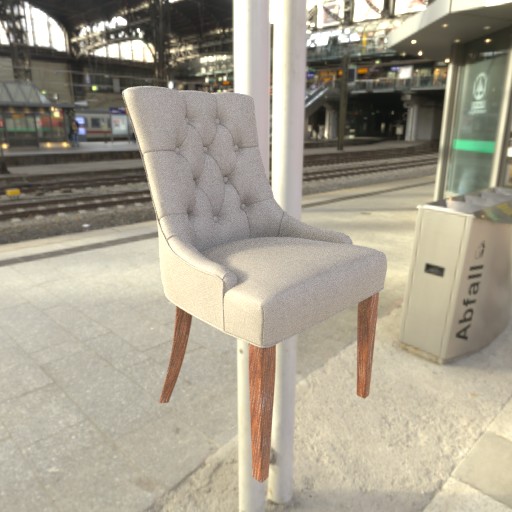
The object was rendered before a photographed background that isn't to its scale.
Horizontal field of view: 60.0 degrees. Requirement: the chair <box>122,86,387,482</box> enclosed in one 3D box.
[{"bbox_3d":[0.000,0.000,1.204,0.565,0.874,0.509,15,22,42],"label":"chair"}]
